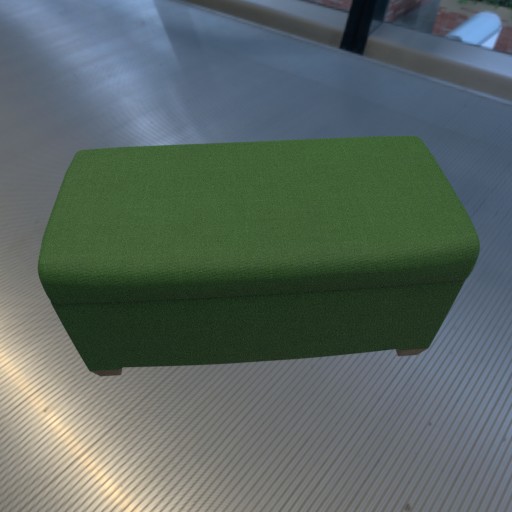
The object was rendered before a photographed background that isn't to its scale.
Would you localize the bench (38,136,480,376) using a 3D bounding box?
[{"bbox_3d":[0.000,0.000,1.260,0.989,0.501,0.505,-3,47,-3],"label":"bench"}]
